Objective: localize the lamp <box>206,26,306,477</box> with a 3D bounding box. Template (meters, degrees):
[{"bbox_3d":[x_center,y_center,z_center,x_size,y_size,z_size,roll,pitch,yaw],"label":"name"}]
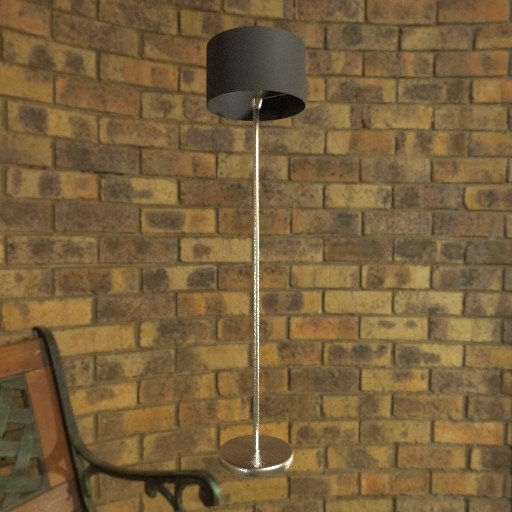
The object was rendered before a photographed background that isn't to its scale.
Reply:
[{"bbox_3d":[0.000,0.000,1.572,0.348,1.443,0.348,0,1,1],"label":"lamp"}]
